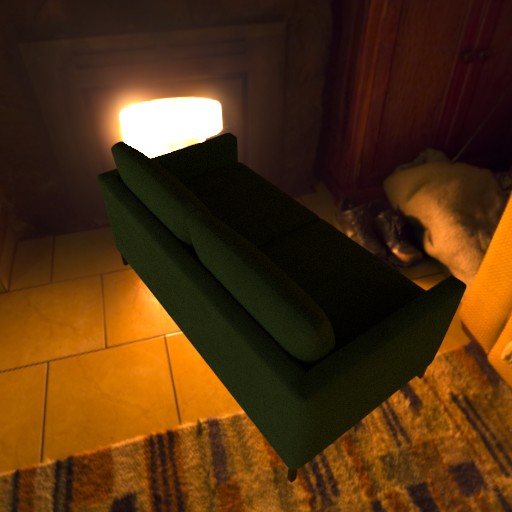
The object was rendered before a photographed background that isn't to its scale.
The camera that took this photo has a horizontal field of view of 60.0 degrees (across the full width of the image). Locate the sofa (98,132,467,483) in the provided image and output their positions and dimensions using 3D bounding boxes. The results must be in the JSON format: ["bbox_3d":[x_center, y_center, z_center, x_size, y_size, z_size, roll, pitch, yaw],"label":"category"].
[{"bbox_3d":[0.000,0.000,2.158,0.875,0.817,1.676,-26,47,-27],"label":"sofa"}]
